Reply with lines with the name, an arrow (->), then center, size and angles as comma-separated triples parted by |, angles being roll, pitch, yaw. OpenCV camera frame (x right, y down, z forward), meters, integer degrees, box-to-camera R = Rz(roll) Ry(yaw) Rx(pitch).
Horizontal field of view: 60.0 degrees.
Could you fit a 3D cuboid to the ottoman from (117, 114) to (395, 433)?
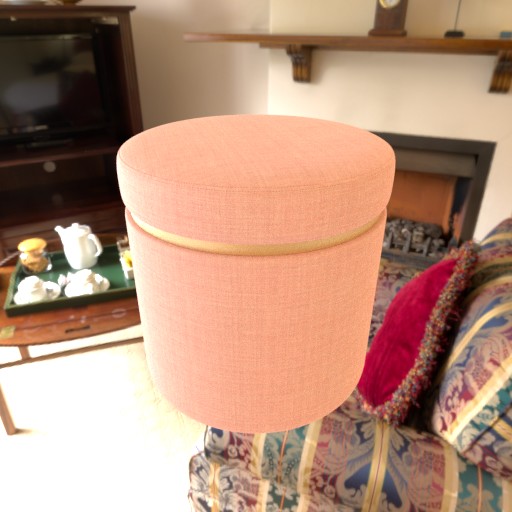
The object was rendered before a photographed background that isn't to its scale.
ottoman -> 0.000, 0.000, 0.739 | 0.400, 0.406, 0.400 | 0, 28, 0
